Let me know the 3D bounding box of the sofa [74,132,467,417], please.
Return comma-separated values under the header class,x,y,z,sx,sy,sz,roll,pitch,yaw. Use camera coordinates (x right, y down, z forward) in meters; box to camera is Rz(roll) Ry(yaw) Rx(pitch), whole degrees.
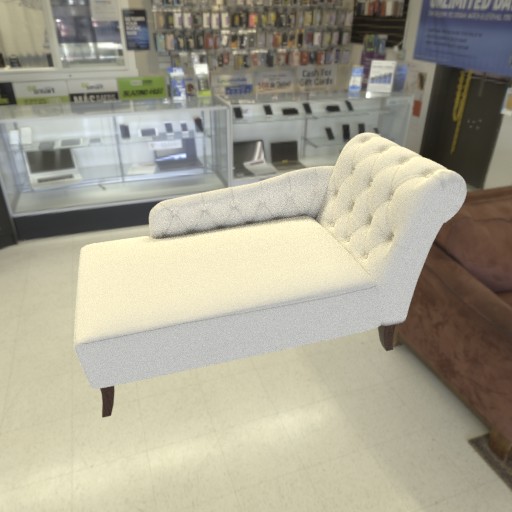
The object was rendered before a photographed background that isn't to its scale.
class,x,y,z,sx,sy,sz,roll,pitch,yaw
sofa,0.000,0.000,1.794,1.379,0.787,0.675,-9,31,-15
